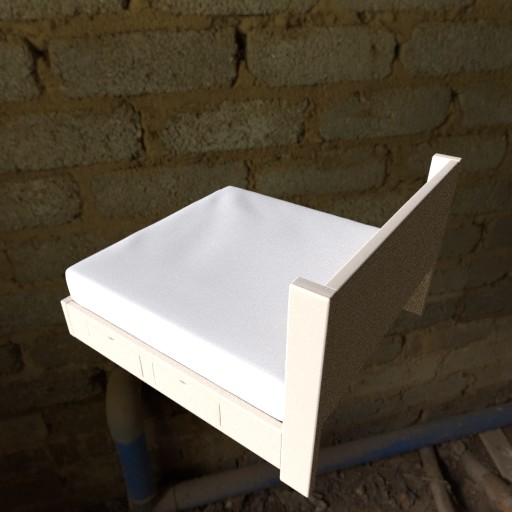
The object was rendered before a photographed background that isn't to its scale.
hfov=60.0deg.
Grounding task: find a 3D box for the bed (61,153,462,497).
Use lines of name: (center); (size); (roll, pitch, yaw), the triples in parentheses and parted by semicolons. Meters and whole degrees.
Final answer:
bed: (0.000, 0.000, 3.519); (2.293, 1.471, 2.145); (21, 37, 30)
